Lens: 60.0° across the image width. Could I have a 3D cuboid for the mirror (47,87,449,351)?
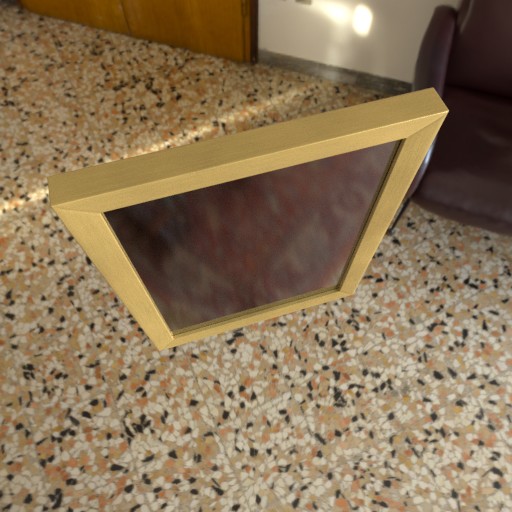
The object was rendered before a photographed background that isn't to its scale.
[{"bbox_3d":[0.000,0.000,0.667,0.405,0.508,0.041,-15,64,-8],"label":"mirror"}]
